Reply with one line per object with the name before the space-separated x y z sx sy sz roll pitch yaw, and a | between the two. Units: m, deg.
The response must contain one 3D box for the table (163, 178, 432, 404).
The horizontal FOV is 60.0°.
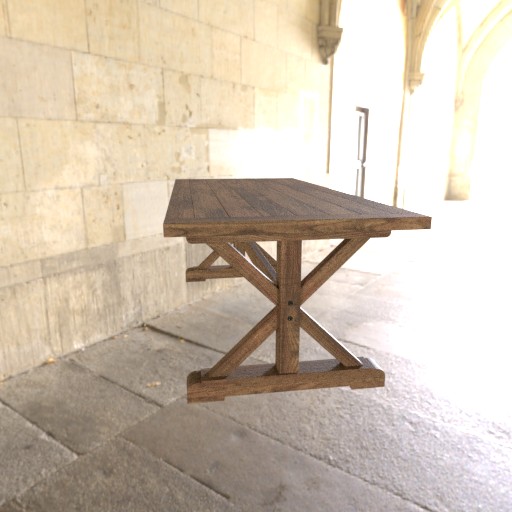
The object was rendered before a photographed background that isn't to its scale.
table | 0.000 0.000 2.514 0.907 0.733 2.031 -2 14 -9
